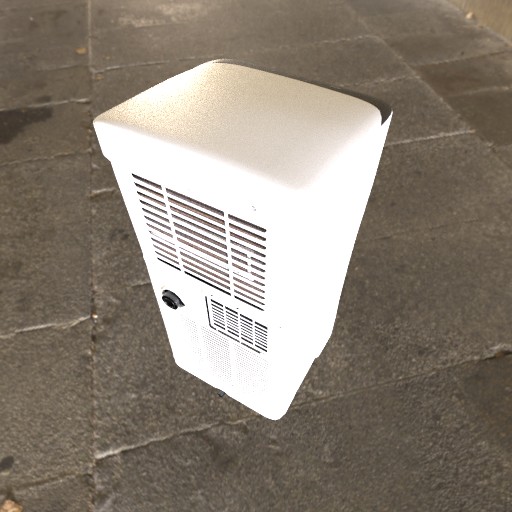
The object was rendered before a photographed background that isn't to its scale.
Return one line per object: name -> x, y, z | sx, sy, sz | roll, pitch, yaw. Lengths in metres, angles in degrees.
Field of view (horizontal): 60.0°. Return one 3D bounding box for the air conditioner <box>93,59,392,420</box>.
air conditioner -> 0.000, 0.000, 0.918 | 0.352, 0.716, 0.369 | 24, 52, 20
